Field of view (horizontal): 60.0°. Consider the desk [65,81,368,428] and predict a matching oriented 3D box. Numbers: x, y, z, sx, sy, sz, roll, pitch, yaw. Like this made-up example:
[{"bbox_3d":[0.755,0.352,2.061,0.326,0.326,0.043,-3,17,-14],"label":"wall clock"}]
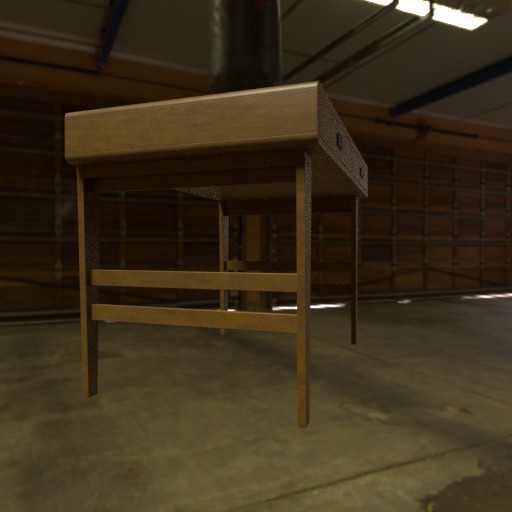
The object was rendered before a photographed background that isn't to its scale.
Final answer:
[{"bbox_3d":[0.000,0.000,1.533,0.660,0.754,1.066,0,1,20],"label":"desk"}]
